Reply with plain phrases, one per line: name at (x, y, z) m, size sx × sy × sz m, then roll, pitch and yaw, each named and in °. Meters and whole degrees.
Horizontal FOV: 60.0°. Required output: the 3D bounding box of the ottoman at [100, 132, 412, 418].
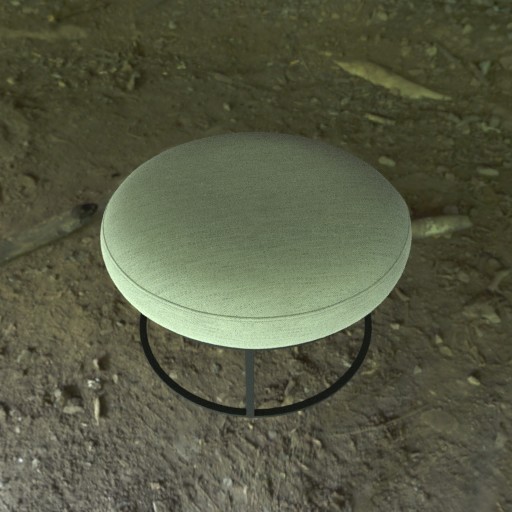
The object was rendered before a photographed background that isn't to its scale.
ottoman at (0.000, 0.000, 1.224) m, size 0.769 × 0.459 × 0.769 m, roll 0°, pitch 42°, yaw 0°
